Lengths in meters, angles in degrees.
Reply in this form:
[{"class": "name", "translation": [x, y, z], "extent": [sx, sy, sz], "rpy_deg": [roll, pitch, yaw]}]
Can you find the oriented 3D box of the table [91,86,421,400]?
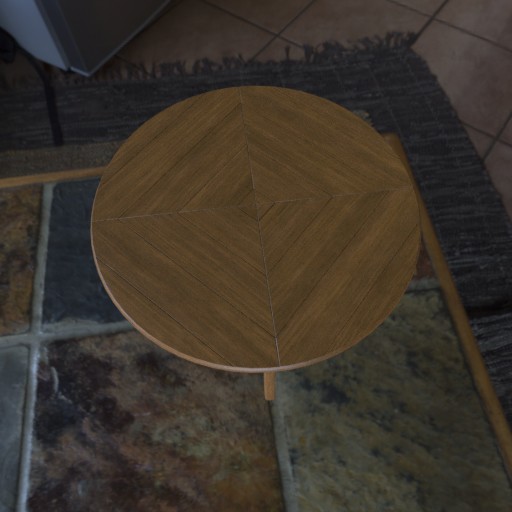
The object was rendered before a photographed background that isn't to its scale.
[{"class": "table", "translation": [0.000, 0.000, 1.759], "extent": [1.055, 0.757, 1.055], "rpy_deg": [0, 64, 0]}]
